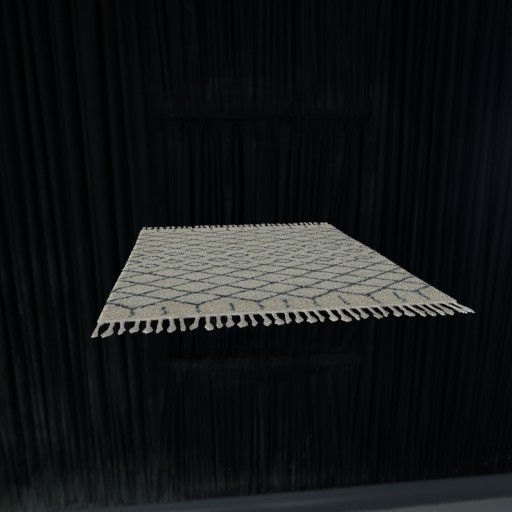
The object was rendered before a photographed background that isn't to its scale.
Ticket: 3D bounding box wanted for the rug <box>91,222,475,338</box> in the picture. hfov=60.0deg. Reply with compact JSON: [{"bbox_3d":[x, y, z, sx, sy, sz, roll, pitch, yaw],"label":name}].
[{"bbox_3d":[0.000,0.000,4.211,2.388,0.030,3.213,-2,15,-8],"label":"rug"}]
